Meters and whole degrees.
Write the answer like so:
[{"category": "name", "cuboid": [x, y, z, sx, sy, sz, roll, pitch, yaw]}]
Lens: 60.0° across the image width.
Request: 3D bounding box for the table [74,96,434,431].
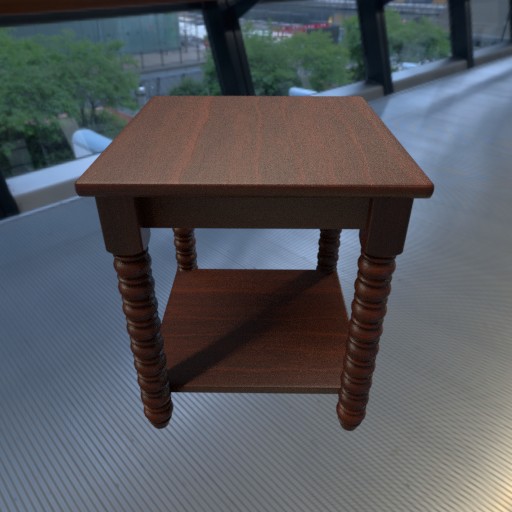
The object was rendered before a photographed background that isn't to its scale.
[{"category": "table", "cuboid": [0.000, 0.000, 0.983, 0.500, 0.567, 0.533, 0, 32, 1]}]
